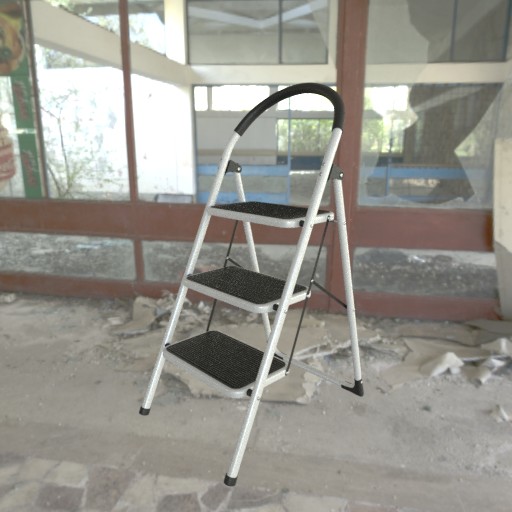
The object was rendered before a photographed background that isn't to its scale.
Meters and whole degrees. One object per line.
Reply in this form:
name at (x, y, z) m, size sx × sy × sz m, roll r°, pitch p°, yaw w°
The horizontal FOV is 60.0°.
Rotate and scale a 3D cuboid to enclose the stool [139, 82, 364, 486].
stool at (0.000, 0.000, 1.460) m, size 0.676 × 1.109 × 0.485 m, roll -13°, pitch 20°, yaw -42°
